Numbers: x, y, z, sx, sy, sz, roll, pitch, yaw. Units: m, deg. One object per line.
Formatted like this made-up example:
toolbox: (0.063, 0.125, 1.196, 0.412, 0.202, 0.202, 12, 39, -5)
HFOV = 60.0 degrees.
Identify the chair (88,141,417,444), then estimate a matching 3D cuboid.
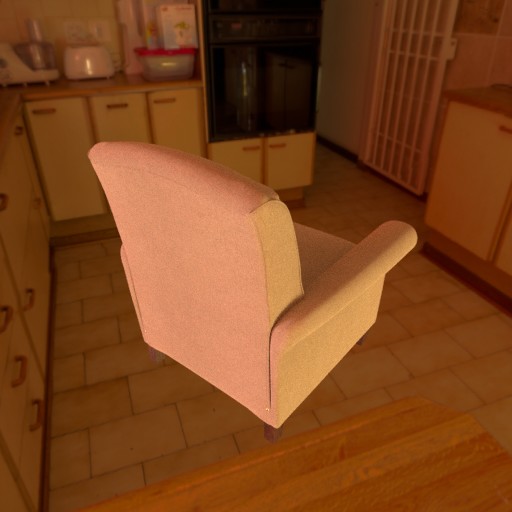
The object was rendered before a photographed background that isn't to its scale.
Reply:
chair: (0.000, 0.000, 1.799, 0.978, 1.061, 0.905, 22, 37, 33)
